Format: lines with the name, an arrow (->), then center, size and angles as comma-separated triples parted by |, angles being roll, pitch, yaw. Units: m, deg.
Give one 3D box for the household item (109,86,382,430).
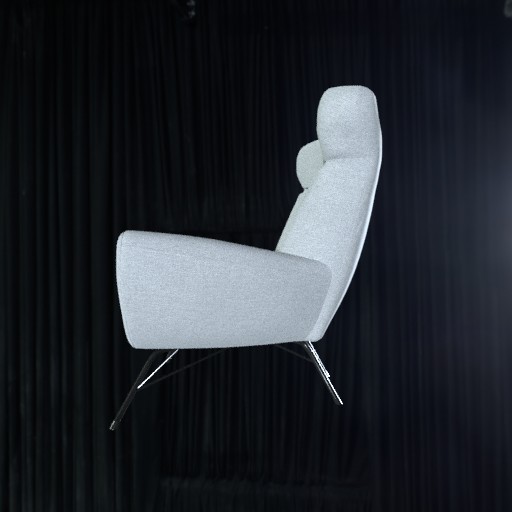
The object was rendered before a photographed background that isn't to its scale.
household item -> 0.000, 0.000, 1.762 | 0.900, 1.050, 0.980 | 0, 1, 0
